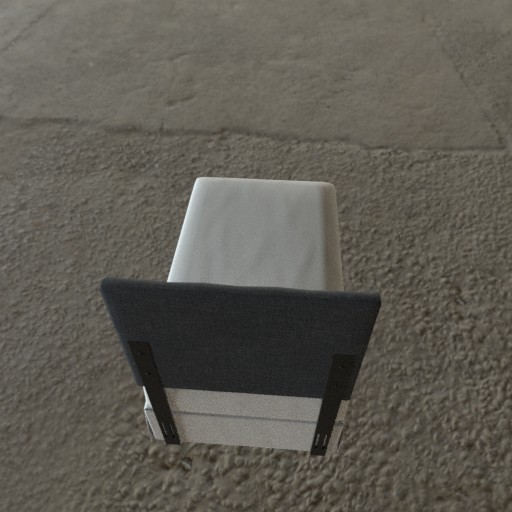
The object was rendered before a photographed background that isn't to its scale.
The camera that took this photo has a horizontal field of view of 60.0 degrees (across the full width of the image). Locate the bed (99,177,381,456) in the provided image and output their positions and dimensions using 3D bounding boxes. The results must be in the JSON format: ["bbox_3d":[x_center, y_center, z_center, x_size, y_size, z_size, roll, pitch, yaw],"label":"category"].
[{"bbox_3d":[0.000,0.000,2.990,1.261,1.571,1.997,3,46,3],"label":"bed"}]
